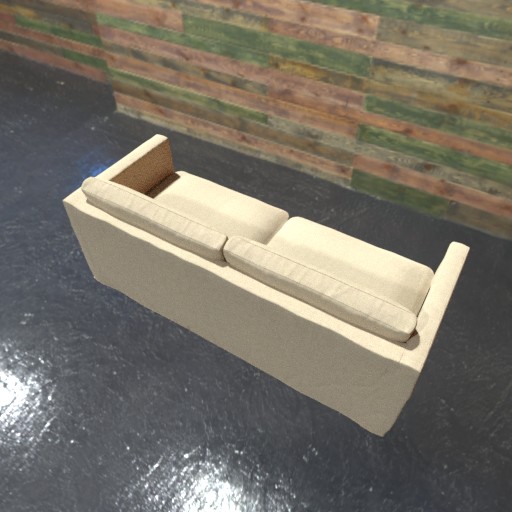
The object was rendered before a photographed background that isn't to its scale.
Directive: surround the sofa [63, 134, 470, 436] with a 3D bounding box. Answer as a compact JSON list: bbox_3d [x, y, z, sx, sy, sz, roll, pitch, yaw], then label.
[{"bbox_3d":[0.000,0.000,2.836,2.312,0.853,0.962,24,51,21],"label":"sofa"}]
